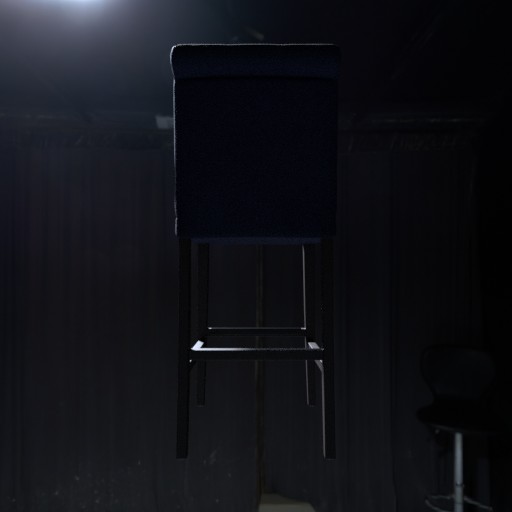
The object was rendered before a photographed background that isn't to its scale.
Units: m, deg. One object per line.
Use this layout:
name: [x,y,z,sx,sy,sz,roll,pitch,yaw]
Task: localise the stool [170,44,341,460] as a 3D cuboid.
stool: [0.000,0.000,1.449,0.493,1.140,0.601,0,-1,0]
